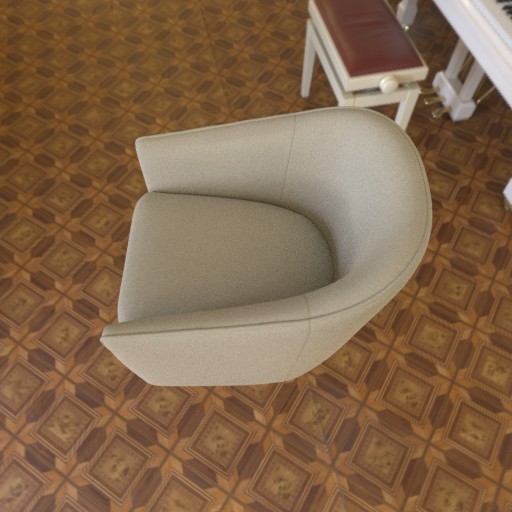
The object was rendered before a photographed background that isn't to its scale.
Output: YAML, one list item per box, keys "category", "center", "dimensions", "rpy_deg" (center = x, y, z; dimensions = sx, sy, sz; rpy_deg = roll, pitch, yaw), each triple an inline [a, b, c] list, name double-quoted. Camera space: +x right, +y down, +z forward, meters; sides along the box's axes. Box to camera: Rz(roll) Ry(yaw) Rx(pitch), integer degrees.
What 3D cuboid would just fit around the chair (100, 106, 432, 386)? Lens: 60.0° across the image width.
- category: "chair"
  center: [0.000, 0.000, 1.451]
  dimensions: [0.875, 0.799, 0.747]
  rpy_deg: [0, 60, 0]
